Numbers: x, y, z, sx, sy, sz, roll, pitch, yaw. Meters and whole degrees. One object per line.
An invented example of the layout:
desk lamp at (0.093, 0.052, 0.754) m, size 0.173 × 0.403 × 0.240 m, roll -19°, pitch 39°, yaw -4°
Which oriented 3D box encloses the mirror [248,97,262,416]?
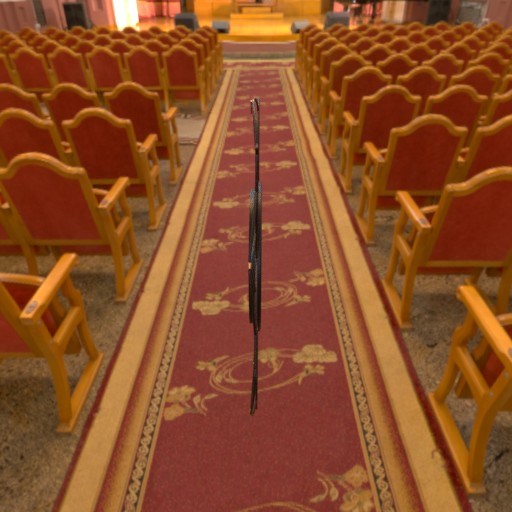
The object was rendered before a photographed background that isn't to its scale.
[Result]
mirror at (0.000, 0.000, 1.135) m, size 0.028 × 0.775 × 0.797 m, roll 0°, pitch 33°, yaw 1°
